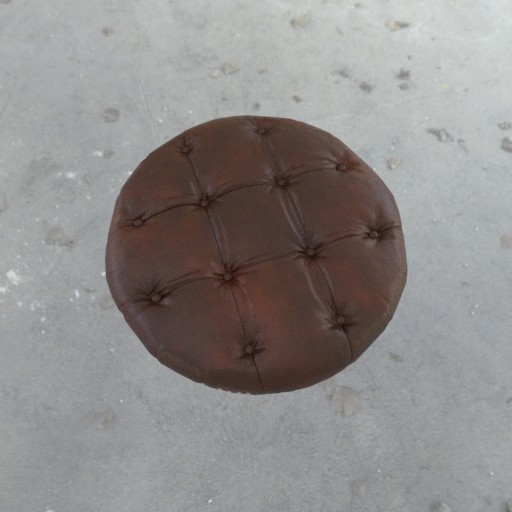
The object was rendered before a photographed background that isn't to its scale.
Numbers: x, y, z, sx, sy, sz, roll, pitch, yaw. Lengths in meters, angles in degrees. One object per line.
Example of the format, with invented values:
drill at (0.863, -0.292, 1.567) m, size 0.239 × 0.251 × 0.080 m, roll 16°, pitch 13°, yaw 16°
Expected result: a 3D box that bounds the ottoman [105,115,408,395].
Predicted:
ottoman at (0.000, 0.000, 1.425) m, size 0.901 × 0.455 × 0.901 m, roll 0°, pitch 64°, yaw 0°
